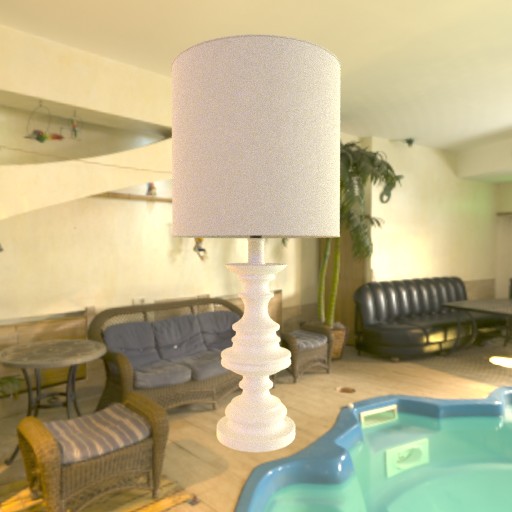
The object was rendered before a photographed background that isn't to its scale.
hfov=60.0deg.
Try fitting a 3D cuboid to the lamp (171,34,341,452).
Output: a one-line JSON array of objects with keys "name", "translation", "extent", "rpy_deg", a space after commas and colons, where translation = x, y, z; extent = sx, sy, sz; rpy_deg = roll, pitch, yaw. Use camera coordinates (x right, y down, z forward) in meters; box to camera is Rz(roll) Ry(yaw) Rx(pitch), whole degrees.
[{"name": "lamp", "translation": [0.000, 0.000, 0.560], "extent": [0.208, 0.455, 0.208], "rpy_deg": [-1, 2, -36]}]
